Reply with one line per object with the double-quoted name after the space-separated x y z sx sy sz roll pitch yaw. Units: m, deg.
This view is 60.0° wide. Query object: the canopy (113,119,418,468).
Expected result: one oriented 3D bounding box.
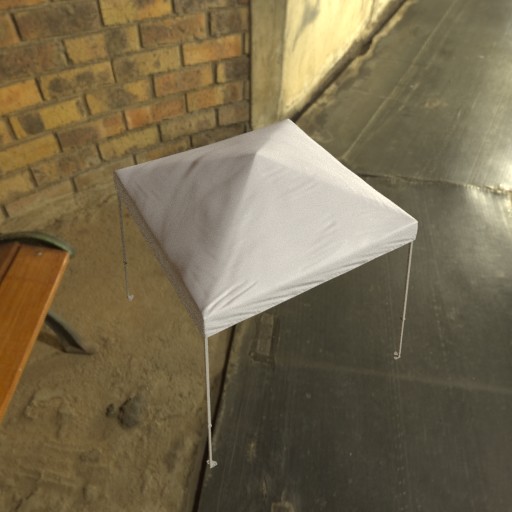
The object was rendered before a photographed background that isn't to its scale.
0.000 0.000 6.715 3.600 3.600 3.599 -23 50 -20 "canopy"
